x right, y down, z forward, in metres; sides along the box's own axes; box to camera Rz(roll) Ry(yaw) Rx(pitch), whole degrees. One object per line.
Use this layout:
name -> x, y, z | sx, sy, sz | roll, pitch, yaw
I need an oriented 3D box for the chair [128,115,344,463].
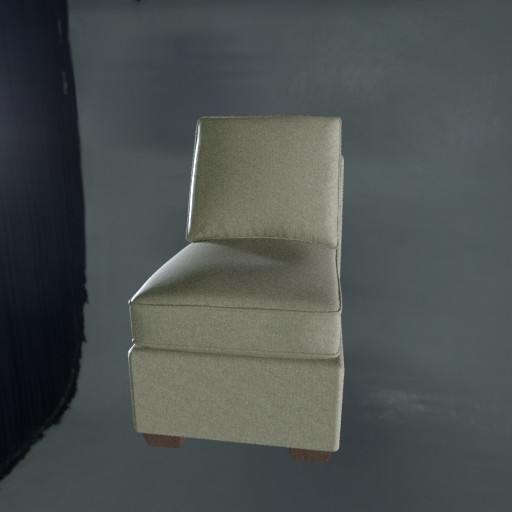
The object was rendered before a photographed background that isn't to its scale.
chair -> 0.000, 0.000, 1.707 | 0.674, 1.058, 1.020 | 2, 16, 8
